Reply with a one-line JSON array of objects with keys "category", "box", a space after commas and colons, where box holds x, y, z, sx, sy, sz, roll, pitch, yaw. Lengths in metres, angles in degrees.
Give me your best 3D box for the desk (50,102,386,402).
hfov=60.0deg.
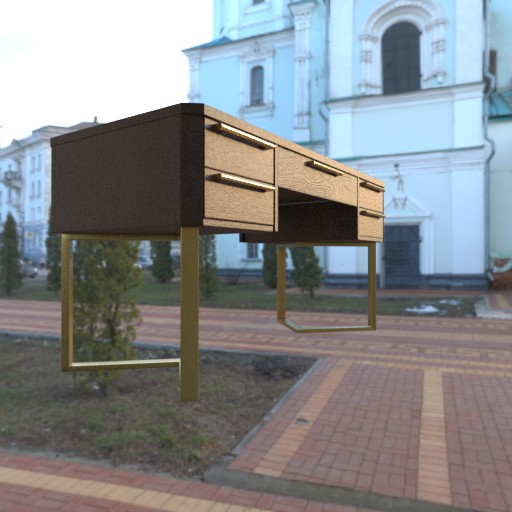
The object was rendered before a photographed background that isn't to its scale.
[{"category": "desk", "box": [0.000, 0.000, 1.875, 0.684, 0.762, 1.479, 0, 0, 34]}]
